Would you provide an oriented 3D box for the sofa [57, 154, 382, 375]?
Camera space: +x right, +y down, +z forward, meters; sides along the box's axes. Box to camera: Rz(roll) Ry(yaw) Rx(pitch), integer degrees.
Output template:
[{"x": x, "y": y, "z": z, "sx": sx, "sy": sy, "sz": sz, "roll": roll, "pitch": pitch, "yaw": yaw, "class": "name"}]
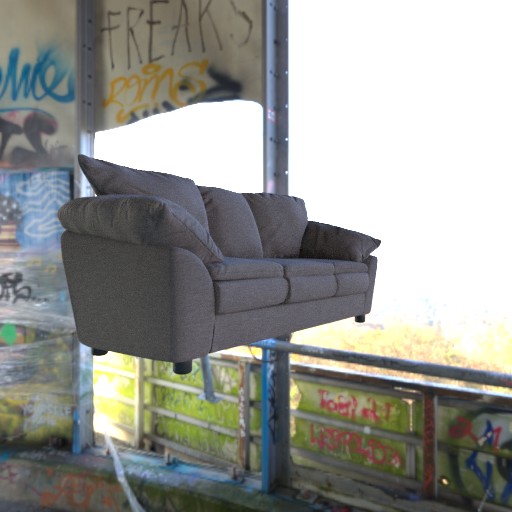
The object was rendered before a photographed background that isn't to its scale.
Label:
[{"x": 0.000, "y": 0.000, "z": 2.927, "sx": 0.927, "sy": 1.043, "sz": 2.390, "roll": 0, "pitch": 0, "yaw": 36, "class": "sofa"}]
